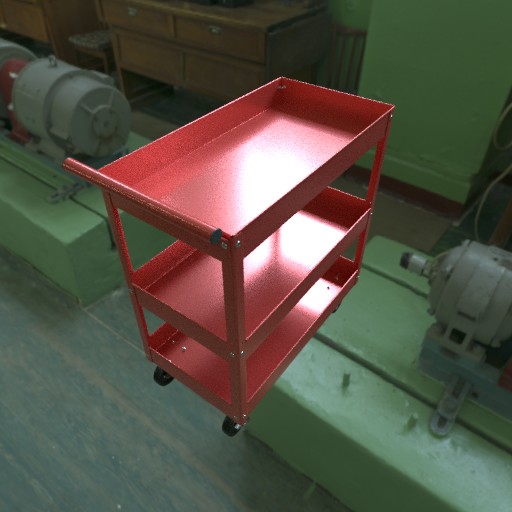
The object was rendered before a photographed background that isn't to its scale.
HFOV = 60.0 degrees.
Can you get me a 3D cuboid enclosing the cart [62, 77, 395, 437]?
[{"bbox_3d":[0.000,0.000,1.210,0.366,0.780,0.719,26,47,27],"label":"cart"}]
